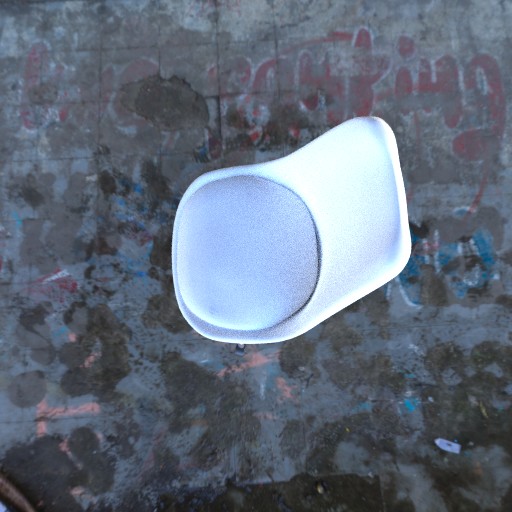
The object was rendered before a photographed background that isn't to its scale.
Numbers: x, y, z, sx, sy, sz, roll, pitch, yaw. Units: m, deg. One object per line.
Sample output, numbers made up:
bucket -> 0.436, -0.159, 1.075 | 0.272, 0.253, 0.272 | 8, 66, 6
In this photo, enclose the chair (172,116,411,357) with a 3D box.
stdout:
chair -> 0.000, 0.000, 1.250 | 0.550, 0.930, 0.550 | -4, 77, -1
